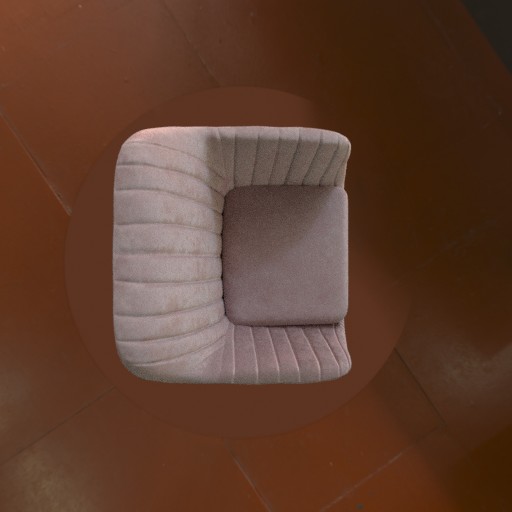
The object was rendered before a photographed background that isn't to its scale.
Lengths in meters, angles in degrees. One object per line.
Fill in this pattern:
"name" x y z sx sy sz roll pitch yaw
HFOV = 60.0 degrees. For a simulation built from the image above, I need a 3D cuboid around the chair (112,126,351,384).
"chair" 0.000 0.000 1.243 0.570 0.832 0.610 0 89 -2
